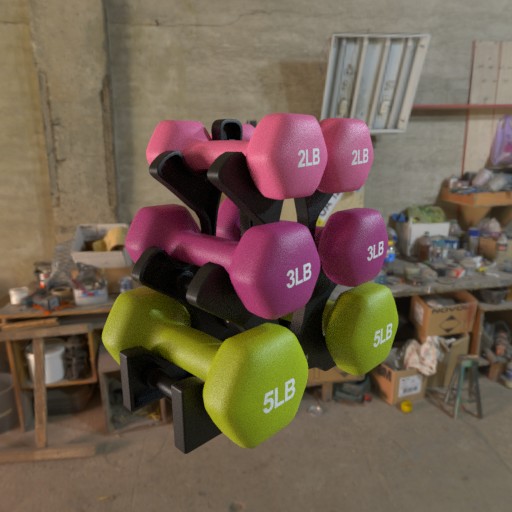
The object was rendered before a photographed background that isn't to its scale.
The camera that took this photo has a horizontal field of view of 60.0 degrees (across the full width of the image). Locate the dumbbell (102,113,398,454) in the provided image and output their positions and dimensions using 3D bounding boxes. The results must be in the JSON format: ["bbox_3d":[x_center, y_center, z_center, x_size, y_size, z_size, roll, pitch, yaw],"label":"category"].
[{"bbox_3d":[0.000,0.000,0.437,0.203,0.261,0.257,14,20,43],"label":"dumbbell"}]
